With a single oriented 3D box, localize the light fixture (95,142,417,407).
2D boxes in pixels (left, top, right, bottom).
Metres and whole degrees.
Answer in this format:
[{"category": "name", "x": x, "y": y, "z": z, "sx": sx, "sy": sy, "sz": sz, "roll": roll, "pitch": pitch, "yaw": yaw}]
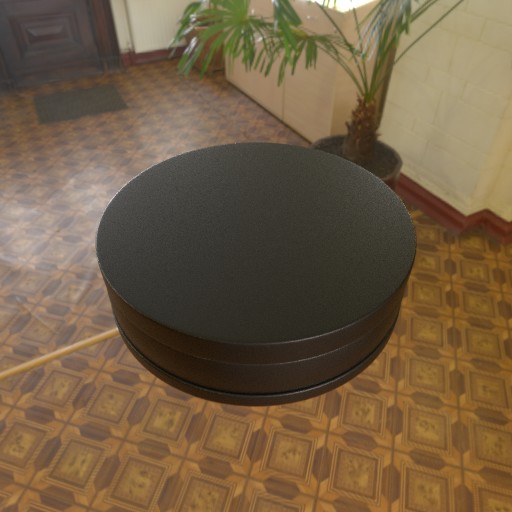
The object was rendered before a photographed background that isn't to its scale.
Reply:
[{"category": "light fixture", "x": 0.000, "y": 0.000, "z": 0.431, "sx": 0.283, "sy": 0.097, "sz": 0.283, "roll": 0, "pitch": 42, "yaw": 0}]
